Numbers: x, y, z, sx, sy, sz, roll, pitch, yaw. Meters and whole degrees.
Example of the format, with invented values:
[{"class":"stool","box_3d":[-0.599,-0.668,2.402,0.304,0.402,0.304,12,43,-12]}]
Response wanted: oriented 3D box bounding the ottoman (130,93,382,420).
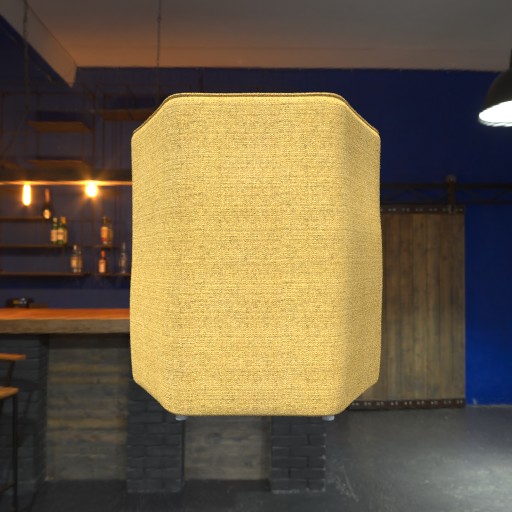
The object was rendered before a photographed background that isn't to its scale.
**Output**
[{"class":"ottoman","box_3d":[0.000,0.000,0.875,0.494,0.502,0.443,0,-1,0]}]
